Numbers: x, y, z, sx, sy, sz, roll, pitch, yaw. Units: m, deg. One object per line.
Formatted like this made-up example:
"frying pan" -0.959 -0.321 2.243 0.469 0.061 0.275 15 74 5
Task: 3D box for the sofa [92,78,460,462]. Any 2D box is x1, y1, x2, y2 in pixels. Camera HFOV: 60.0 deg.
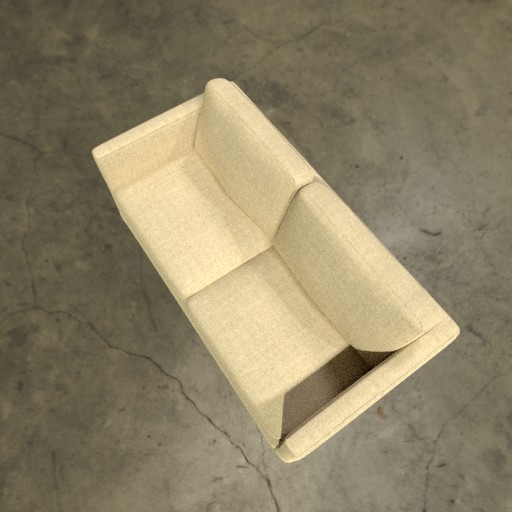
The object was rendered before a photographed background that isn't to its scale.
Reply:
"sofa" 0.000 0.000 2.413 0.950 0.963 1.884 -32 68 -14
